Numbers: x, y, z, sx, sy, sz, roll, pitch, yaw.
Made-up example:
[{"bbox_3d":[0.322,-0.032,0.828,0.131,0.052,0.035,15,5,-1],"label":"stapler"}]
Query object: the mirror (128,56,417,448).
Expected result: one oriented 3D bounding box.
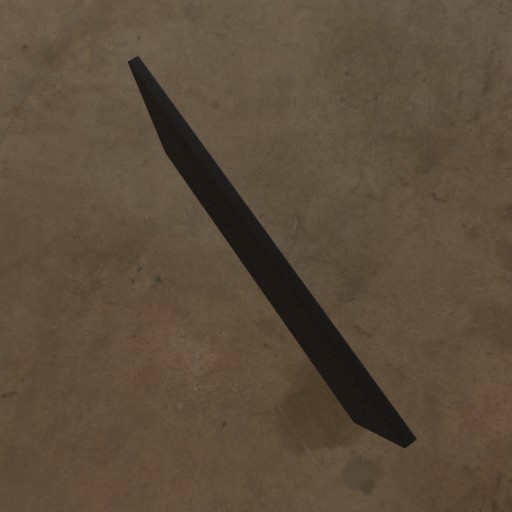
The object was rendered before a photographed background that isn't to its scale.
[{"bbox_3d":[0.000,0.000,1.781,0.047,0.692,1.584,-34,78,-8],"label":"mirror"}]
